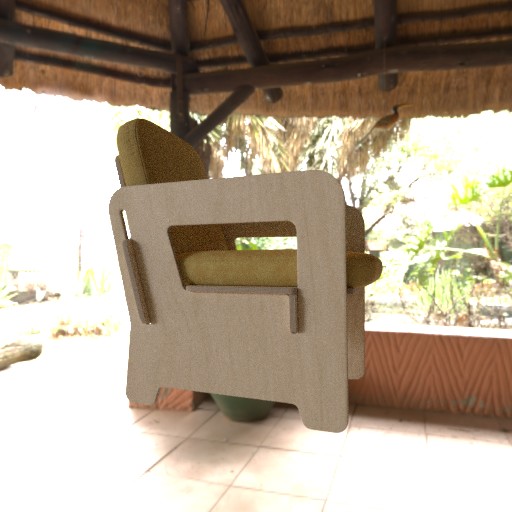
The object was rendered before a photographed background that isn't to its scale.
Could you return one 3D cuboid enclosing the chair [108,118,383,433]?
[{"bbox_3d":[0.000,0.000,1.313,0.710,0.800,0.590,0,-1,18],"label":"chair"}]
